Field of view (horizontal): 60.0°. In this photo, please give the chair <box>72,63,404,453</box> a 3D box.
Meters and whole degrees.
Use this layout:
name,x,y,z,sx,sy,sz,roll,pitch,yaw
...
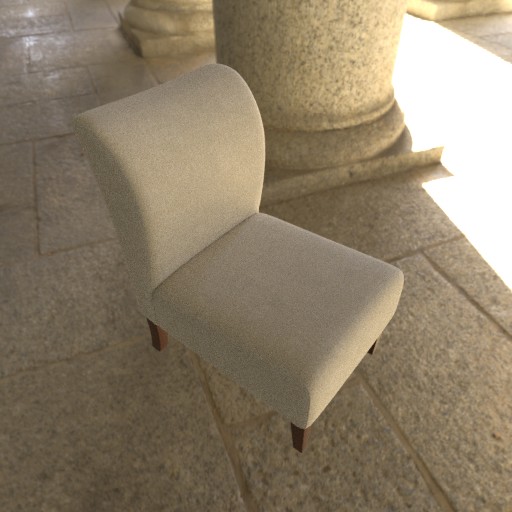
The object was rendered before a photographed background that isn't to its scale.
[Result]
name,x,y,z,sx,sy,sz,roll,pitch,yaw
chair,0.000,0.000,1.300,0.754,0.833,0.521,28,49,28
